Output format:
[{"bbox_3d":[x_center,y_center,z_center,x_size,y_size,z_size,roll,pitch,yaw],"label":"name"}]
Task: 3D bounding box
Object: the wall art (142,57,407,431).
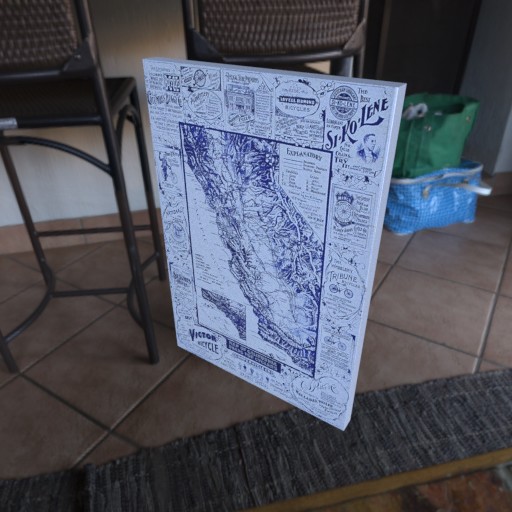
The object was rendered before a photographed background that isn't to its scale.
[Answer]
[{"bbox_3d":[0.000,0.000,0.959,0.511,0.753,0.039,19,36,28],"label":"wall art"}]
